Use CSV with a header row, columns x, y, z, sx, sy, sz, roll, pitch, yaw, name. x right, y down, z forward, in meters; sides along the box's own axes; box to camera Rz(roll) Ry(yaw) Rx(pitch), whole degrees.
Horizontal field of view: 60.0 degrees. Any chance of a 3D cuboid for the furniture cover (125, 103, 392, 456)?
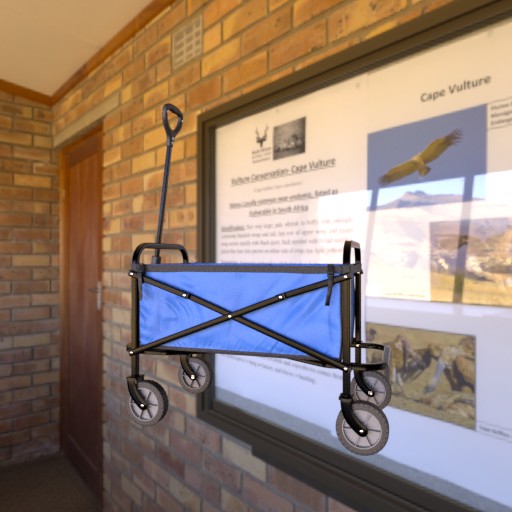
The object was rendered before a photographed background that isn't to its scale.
x,y,z,sx,sy,sz,roll,pitch,yaw,name
0.000,0.000,1.791,1.038,1.295,0.532,0,0,18,furniture cover
